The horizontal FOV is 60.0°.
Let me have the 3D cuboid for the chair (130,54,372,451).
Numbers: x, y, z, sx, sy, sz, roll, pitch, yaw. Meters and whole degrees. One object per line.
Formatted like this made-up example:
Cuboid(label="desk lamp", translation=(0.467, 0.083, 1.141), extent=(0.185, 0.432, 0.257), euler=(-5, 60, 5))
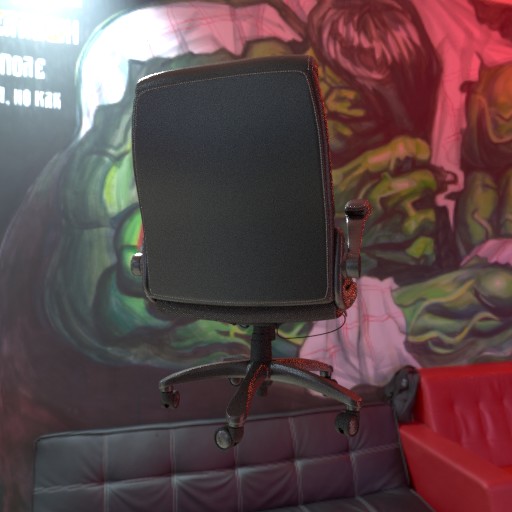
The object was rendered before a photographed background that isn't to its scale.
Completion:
Cuboid(label="chair", translation=(0.000, 0.000, 1.564), extent=(0.782, 1.110, 0.724), euler=(0, -1, 17))
